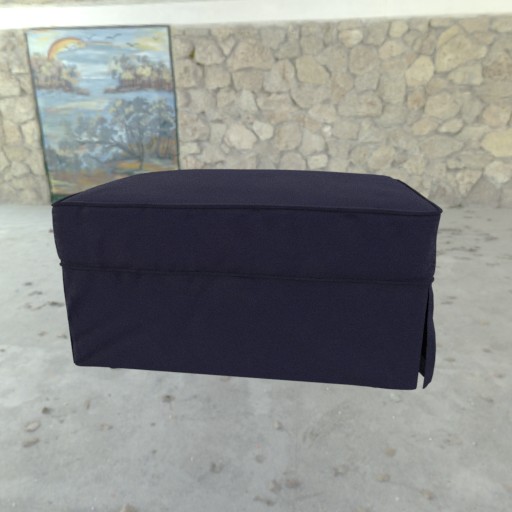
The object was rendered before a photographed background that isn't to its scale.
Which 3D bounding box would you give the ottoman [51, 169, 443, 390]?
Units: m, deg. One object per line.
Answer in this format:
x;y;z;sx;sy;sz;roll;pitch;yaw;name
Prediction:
0.000;0.000;1.329;0.938;0.503;0.637;2;17;7;ottoman
